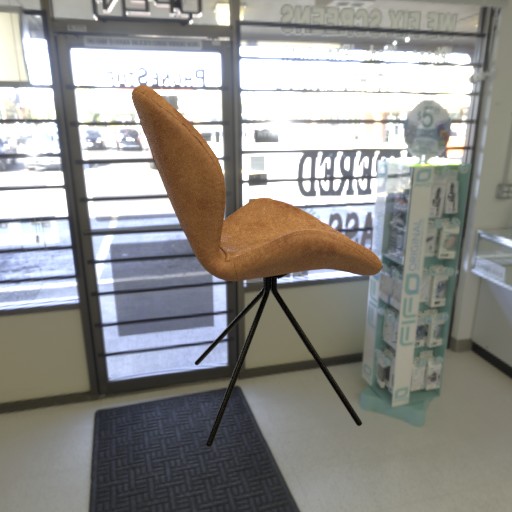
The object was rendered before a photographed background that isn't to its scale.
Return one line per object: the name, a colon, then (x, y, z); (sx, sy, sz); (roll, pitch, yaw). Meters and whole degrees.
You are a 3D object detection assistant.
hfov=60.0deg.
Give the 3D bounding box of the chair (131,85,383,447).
chair: (0.000, 0.000, 1.302); (0.640, 0.929, 0.527); (-3, 17, -11)
